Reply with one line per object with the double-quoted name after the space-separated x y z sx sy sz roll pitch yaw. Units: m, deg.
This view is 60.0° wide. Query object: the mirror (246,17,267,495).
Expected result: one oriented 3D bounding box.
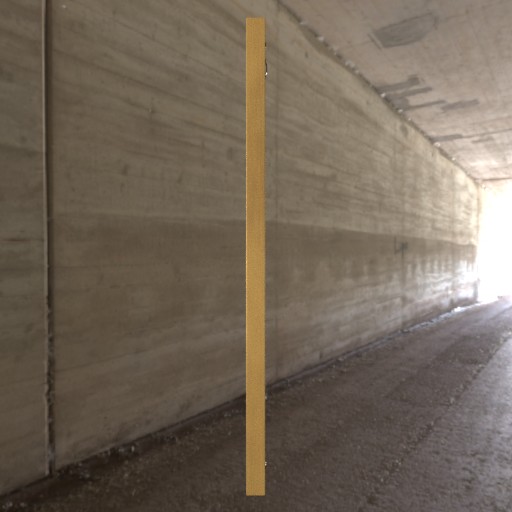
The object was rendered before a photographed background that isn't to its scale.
0.000 0.000 1.152 0.041 0.915 0.609 0 1 0 "mirror"
